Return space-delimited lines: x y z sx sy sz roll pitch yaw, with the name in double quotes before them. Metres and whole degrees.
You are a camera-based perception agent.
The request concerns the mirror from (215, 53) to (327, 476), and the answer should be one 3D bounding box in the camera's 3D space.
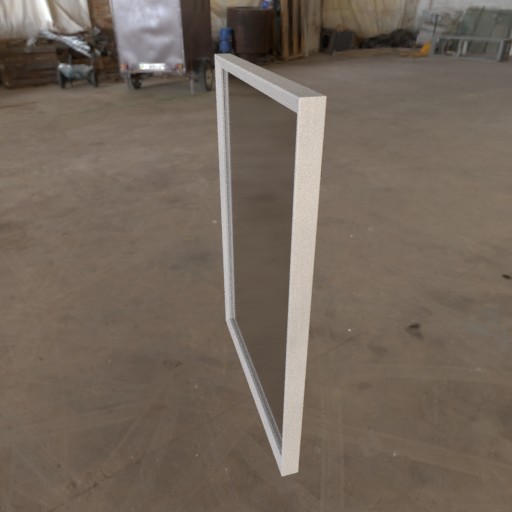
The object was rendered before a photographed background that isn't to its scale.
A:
"mirror" 0.000 0.000 0.907 0.039 0.710 0.507 -8 31 -14
